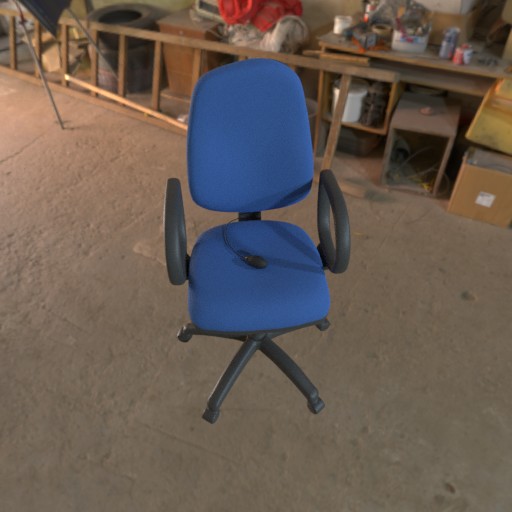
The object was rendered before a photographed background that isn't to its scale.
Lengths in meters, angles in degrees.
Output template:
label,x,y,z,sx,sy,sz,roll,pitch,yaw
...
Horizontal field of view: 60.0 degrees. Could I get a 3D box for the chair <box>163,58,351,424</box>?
label,x,y,z,sx,sy,sz,roll,pitch,yaw
chair,0.000,0.000,1.243,0.552,0.905,0.549,-4,45,-4
